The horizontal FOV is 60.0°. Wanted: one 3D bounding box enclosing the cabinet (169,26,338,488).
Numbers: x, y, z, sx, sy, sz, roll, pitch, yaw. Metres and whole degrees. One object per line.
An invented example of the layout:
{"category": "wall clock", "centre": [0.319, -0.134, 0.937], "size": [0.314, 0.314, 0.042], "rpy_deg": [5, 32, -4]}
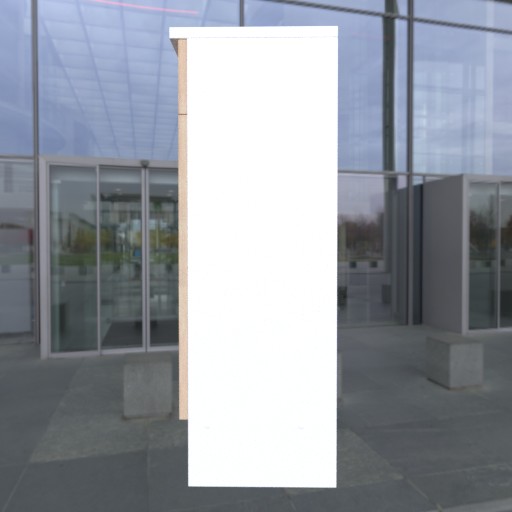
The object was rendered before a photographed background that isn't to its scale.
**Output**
{"category": "cabinet", "centre": [0.000, 0.000, 1.083], "size": [0.296, 0.815, 0.600], "rpy_deg": [0, 1, 1]}
